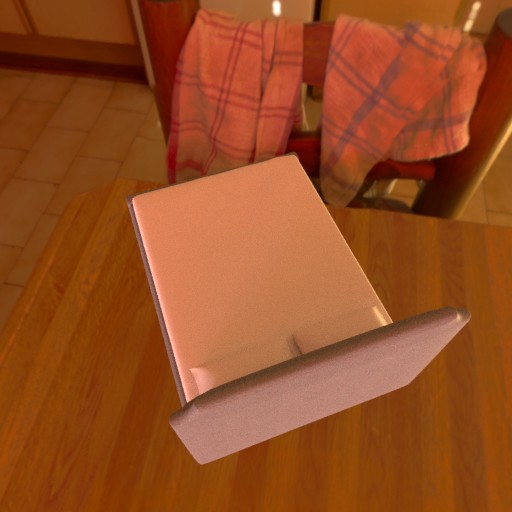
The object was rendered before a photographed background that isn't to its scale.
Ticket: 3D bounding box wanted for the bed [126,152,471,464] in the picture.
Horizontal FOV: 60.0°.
[{"bbox_3d":[0.000,0.000,3.373,1.712,1.443,2.372,-17,58,-11],"label":"bed"}]
